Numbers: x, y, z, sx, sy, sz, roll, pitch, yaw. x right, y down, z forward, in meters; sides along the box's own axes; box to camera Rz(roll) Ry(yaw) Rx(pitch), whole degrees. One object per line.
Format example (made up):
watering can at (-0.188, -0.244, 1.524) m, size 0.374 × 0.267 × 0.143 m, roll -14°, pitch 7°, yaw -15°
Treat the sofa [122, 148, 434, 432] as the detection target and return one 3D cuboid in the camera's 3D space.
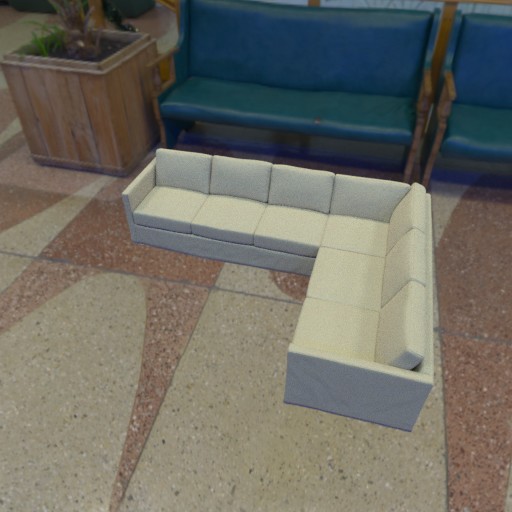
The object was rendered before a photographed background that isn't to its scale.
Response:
sofa at (0.000, 0.000, 4.323) m, size 3.182 × 0.871 × 2.432 m, roll 11°, pitch 42°, yaw 12°
